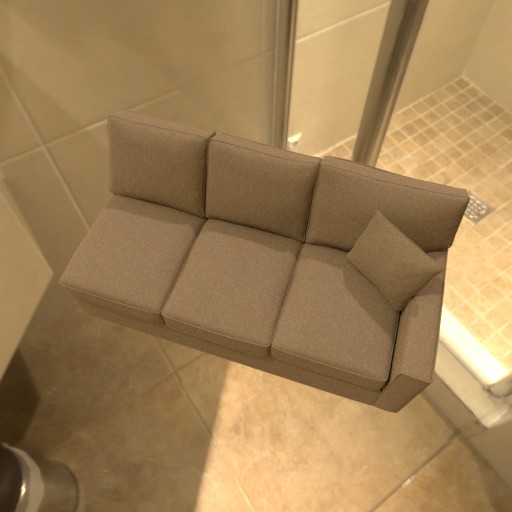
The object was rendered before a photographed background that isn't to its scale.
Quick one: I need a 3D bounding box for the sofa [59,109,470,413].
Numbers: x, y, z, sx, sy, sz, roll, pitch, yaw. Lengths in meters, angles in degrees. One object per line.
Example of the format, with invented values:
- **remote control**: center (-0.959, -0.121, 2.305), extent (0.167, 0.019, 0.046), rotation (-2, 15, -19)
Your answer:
- **sofa**: center (0.000, 0.000, 2.489), extent (1.963, 0.946, 1.034), rotation (16, 59, 10)
